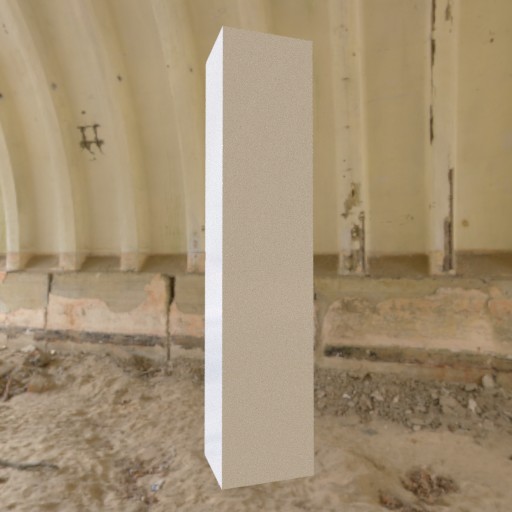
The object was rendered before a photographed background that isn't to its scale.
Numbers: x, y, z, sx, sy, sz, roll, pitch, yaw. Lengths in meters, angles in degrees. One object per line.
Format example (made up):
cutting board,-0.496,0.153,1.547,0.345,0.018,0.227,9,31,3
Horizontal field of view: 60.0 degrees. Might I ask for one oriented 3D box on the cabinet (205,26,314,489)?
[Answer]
cabinet,0.000,0.000,1.512,0.300,1.400,0.270,1,-2,-18
